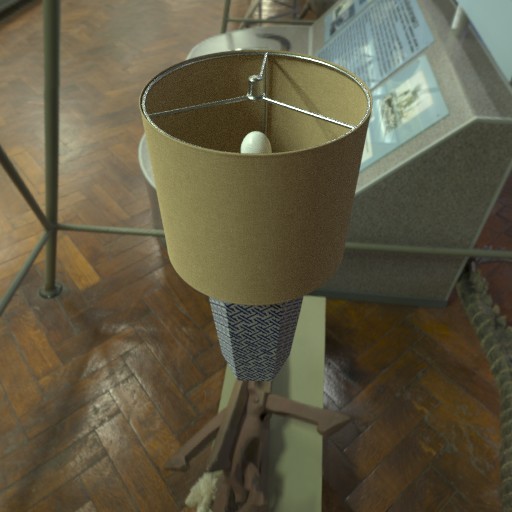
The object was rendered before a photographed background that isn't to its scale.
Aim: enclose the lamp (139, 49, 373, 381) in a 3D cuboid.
[{"bbox_3d":[0.000,0.000,0.842,0.320,0.682,0.320,4,45,5],"label":"lamp"}]
